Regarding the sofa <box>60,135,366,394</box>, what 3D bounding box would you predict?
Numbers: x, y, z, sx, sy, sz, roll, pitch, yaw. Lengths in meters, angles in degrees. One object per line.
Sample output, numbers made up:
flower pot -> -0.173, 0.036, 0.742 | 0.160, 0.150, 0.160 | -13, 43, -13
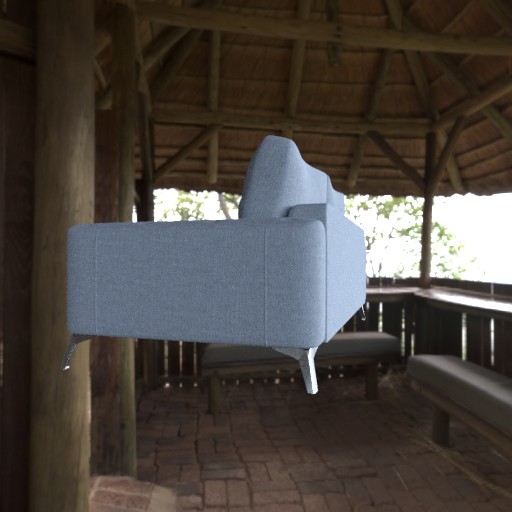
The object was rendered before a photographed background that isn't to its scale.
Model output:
sofa -> 0.000, 0.000, 2.154 | 0.920, 0.790, 1.650 | 0, -1, 19
